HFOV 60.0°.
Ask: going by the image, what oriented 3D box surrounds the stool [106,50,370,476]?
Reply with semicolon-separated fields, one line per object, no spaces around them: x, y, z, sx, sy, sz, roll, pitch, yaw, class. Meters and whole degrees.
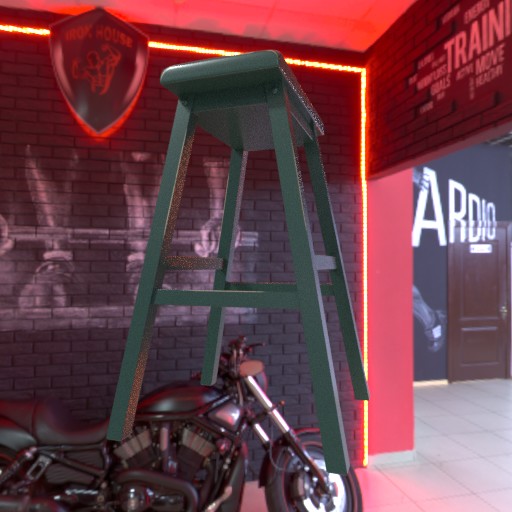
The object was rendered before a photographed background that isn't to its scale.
0.000;0.000;1.031;0.476;0.737;0.457;0;-1;19;stool
